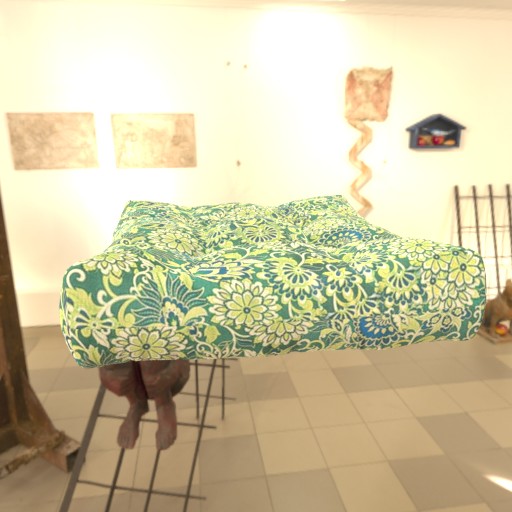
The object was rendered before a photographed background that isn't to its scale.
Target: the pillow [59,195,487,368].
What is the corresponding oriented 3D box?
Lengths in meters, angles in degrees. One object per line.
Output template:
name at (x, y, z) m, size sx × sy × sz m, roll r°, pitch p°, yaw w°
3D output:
pillow at (0.000, 0.000, 0.683) m, size 0.468 × 0.128 × 0.490 m, roll -2°, pitch 15°, yaw -9°
